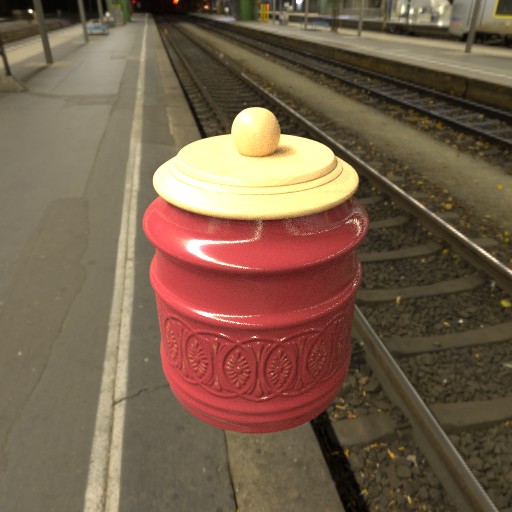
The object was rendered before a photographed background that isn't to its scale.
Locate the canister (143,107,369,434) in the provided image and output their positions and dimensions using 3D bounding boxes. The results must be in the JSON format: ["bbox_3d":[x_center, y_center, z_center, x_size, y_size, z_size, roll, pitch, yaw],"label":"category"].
[{"bbox_3d":[0.000,0.000,0.274,0.130,0.176,0.130,0,30,0],"label":"canister"}]
